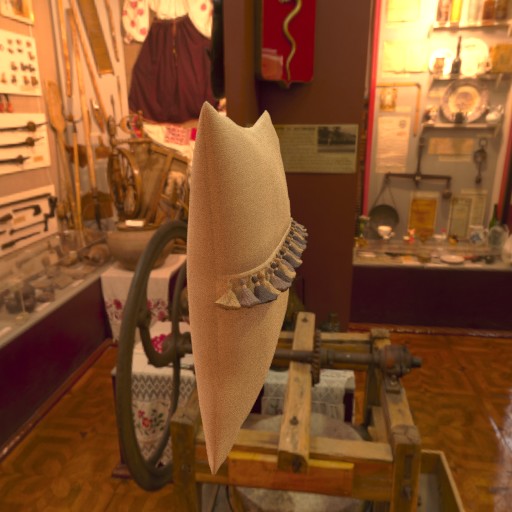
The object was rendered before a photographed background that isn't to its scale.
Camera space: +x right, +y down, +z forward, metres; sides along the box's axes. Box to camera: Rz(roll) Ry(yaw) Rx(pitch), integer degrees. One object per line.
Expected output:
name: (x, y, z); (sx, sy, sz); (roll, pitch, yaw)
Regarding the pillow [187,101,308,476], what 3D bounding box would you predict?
pillow: (0.000, 0.000, 0.755); (0.165, 0.481, 0.489); (3, 17, 9)
